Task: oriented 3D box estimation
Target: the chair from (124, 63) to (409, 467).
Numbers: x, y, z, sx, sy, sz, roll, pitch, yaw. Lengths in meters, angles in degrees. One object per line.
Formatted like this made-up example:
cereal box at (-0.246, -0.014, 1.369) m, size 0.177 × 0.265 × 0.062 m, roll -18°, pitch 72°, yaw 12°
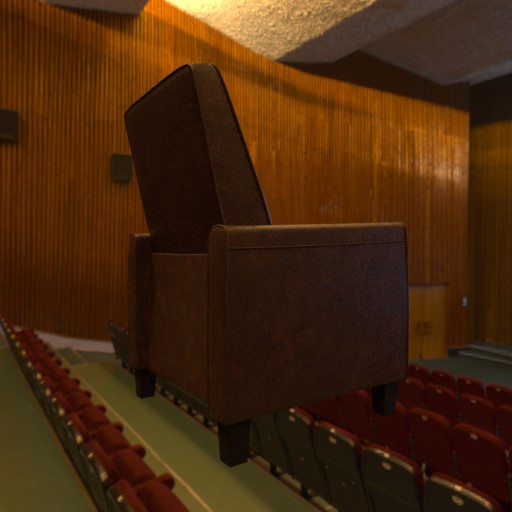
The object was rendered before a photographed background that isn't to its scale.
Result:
chair at (0.000, 0.000, 1.505) m, size 0.746 × 1.013 × 0.705 m, roll 0°, pitch 1°, yaw -35°
